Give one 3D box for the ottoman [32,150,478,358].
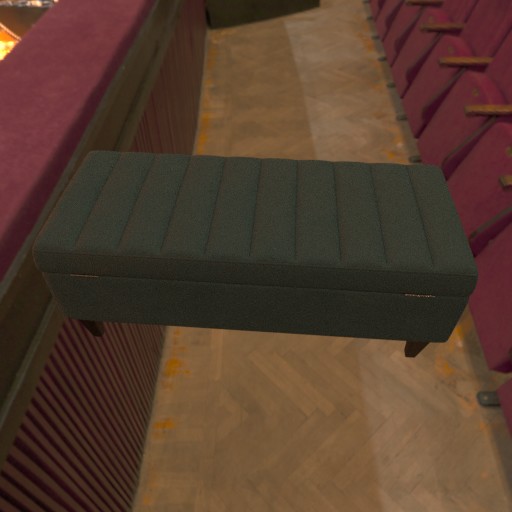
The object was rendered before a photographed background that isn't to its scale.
[{"bbox_3d":[0.000,0.000,1.418,1.151,0.469,0.482,3,46,3],"label":"ottoman"}]
